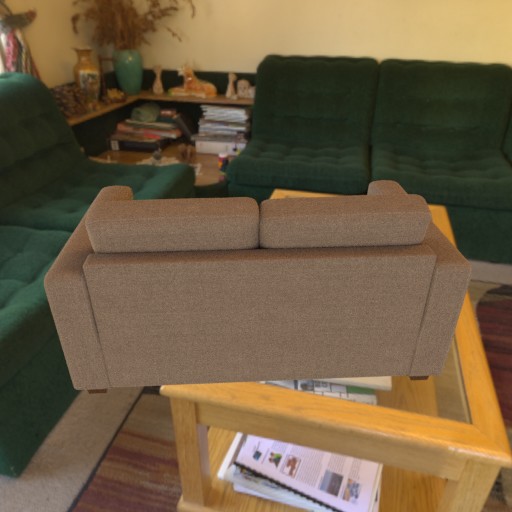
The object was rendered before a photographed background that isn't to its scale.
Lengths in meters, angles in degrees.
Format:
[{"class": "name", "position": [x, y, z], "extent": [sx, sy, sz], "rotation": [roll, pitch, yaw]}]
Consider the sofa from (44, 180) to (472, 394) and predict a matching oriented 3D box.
[{"class": "sofa", "position": [0.000, 0.000, 1.999], "extent": [1.520, 0.800, 0.900], "rotation": [-2, 31, -3]}]
